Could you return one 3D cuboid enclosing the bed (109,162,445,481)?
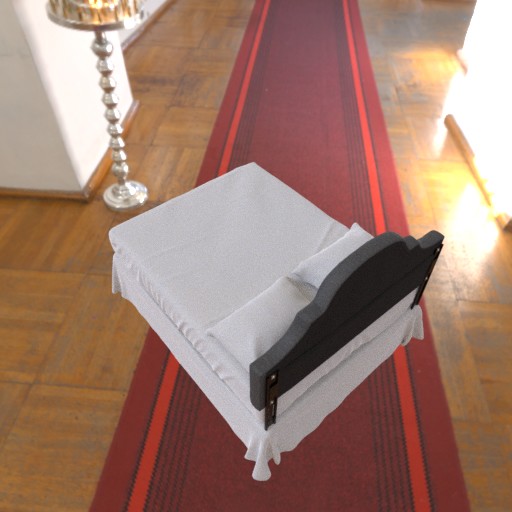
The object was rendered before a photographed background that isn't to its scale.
[{"bbox_3d":[0.000,0.000,3.367,1.780,1.634,2.222,-31,53,-26],"label":"bed"}]
